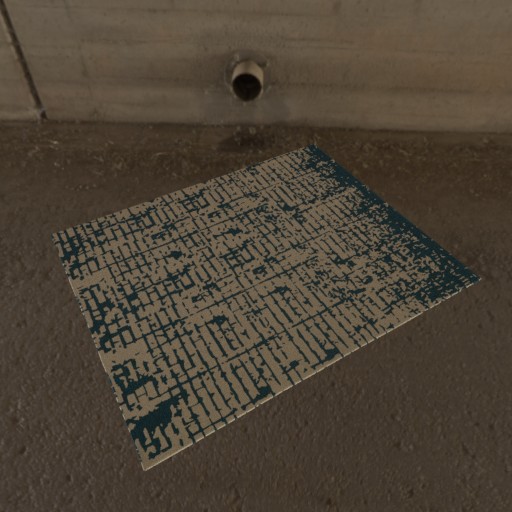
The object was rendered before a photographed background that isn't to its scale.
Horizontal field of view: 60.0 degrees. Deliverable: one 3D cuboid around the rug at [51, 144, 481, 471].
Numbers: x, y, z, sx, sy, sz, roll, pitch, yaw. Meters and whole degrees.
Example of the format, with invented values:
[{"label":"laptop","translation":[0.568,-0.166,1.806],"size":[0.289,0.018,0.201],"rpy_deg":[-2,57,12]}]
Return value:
[{"label":"rug","translation":[0.000,0.000,3.944],"size":[3.017,0.014,2.416],"rpy_deg":[-23,51,-21]}]
